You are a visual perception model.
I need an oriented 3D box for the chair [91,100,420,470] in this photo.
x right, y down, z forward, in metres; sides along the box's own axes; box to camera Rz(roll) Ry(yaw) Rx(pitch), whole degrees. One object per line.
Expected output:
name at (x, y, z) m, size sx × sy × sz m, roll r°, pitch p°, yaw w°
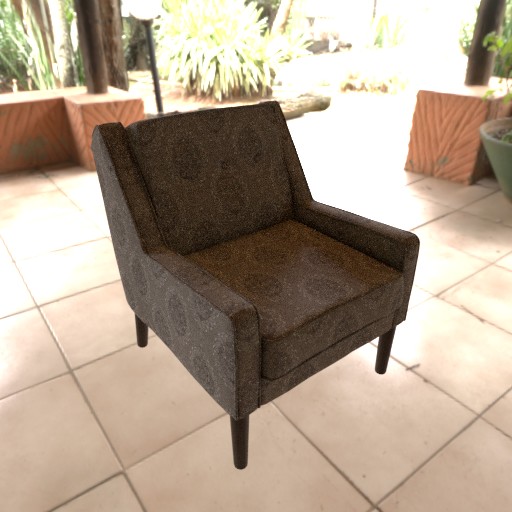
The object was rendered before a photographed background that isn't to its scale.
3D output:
chair at (0.000, 0.000, 1.352) m, size 0.665 × 0.797 × 0.750 m, roll -20°, pitch 35°, yaw -32°
